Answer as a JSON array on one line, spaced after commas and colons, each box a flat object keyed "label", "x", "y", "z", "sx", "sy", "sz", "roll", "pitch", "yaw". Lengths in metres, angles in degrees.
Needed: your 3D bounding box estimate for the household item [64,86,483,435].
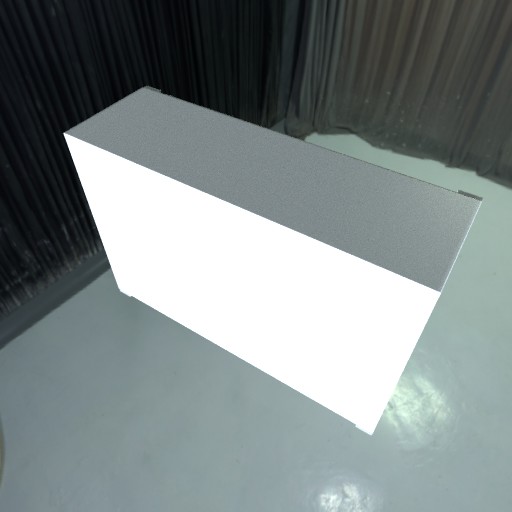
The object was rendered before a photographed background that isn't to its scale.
[{"label": "household item", "x": 0.000, "y": 0.000, "z": 1.721, "sx": 1.300, "sy": 0.867, "sz": 0.420, "roll": 25, "pitch": 52, "yaw": 22}]
